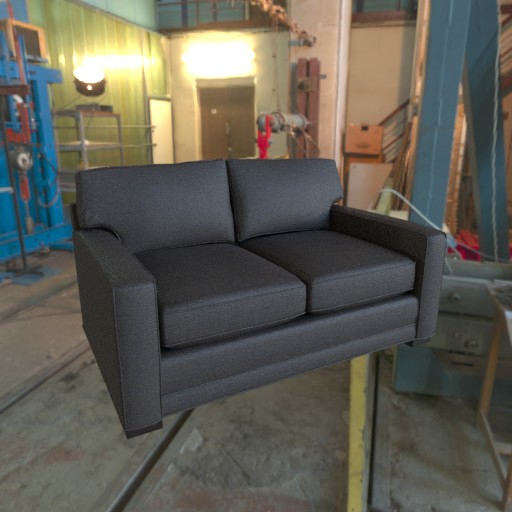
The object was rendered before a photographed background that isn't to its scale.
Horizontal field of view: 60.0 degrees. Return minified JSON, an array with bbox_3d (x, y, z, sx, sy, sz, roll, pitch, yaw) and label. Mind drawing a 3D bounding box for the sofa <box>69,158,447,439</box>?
[{"bbox_3d":[0.000,0.000,2.142,1.534,0.887,0.974,-9,18,-28],"label":"sofa"}]
